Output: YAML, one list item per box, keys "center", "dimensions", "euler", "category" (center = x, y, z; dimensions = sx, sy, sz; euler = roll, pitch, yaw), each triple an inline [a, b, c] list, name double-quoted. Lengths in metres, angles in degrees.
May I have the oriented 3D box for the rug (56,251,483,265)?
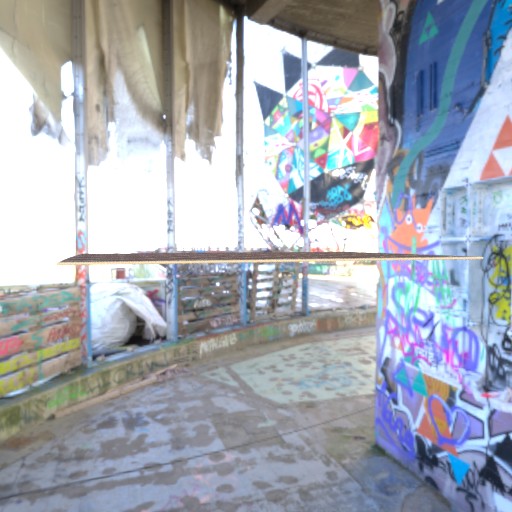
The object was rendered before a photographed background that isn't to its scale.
- center: [0.000, 0.000, 2.939]
  dimensions: [2.294, 0.014, 1.528]
  euler: [-1, 2, -18]
  category: "rug"
